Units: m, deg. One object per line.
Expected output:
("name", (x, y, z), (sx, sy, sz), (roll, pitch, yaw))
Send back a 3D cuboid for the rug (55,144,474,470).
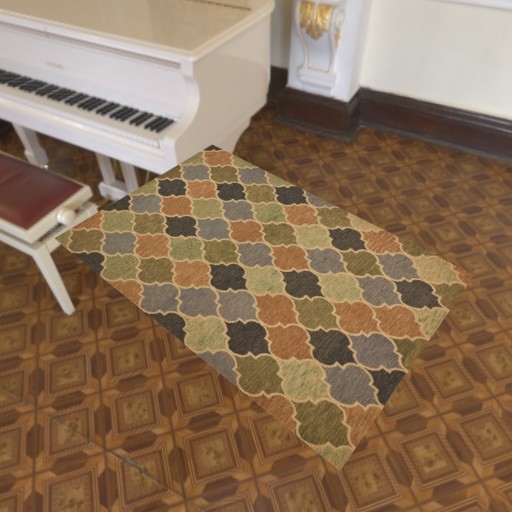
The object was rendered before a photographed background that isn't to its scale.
("rug", (0.000, 0.000, 2.885), (2.284, 0.006, 1.521), (32, 54, 27))
